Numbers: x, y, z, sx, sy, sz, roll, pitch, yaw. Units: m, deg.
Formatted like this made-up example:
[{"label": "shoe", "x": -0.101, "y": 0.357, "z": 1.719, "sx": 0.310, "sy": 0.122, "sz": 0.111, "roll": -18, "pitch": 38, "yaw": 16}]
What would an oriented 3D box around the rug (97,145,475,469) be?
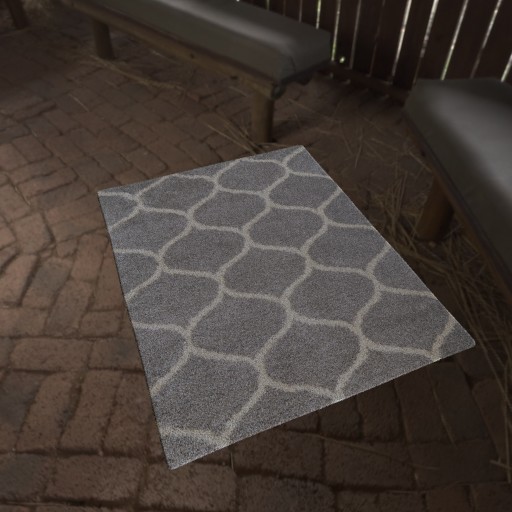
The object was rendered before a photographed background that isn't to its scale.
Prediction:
[{"label": "rug", "x": 0.000, "y": 0.000, "z": 4.005, "sx": 2.399, "sy": 0.026, "sz": 3.000, "roll": -16, "pitch": 48, "yaw": -15}]
